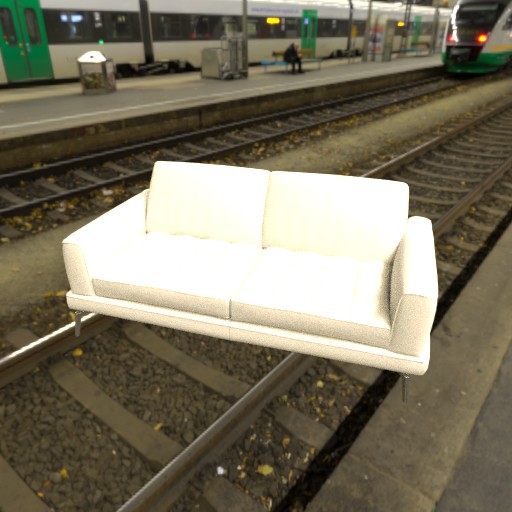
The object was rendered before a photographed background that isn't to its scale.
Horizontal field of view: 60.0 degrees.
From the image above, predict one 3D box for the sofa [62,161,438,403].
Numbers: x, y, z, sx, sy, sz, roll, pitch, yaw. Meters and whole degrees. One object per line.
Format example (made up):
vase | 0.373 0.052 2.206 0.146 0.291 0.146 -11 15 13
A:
sofa | 0.000 0.000 2.842 2.177 0.930 1.121 8 28 15
